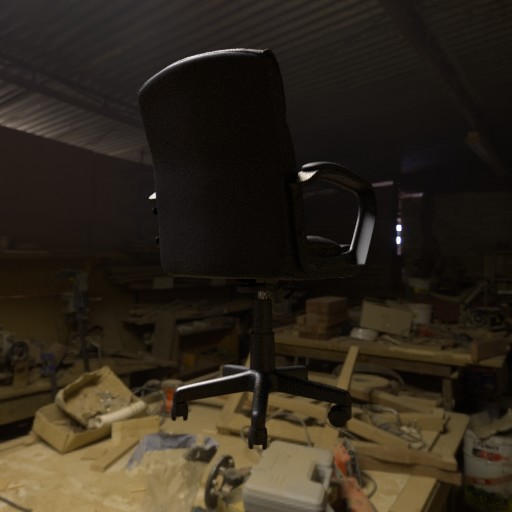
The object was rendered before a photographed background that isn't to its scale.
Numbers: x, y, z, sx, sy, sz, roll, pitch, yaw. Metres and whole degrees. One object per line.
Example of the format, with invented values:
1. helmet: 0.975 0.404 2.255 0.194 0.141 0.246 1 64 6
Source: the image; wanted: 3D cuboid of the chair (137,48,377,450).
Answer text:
1. chair: 0.000 0.000 1.355 0.576 0.998 0.641 0 0 35
